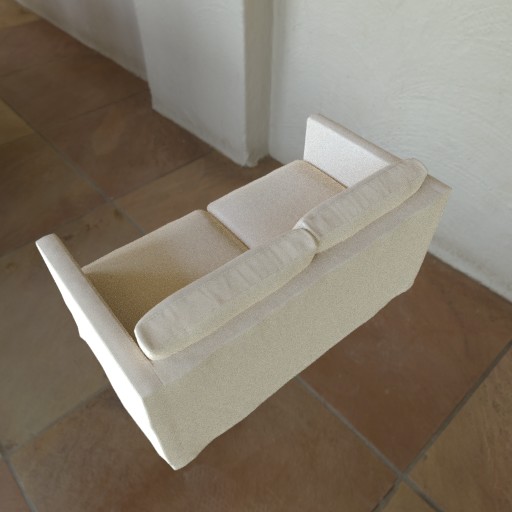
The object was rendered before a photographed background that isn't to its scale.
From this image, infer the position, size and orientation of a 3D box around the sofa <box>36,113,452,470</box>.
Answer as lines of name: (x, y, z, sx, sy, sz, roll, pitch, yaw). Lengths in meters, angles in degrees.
sofa: (0.000, 0.000, 2.239, 1.746, 0.834, 0.962, -31, 54, -26)
